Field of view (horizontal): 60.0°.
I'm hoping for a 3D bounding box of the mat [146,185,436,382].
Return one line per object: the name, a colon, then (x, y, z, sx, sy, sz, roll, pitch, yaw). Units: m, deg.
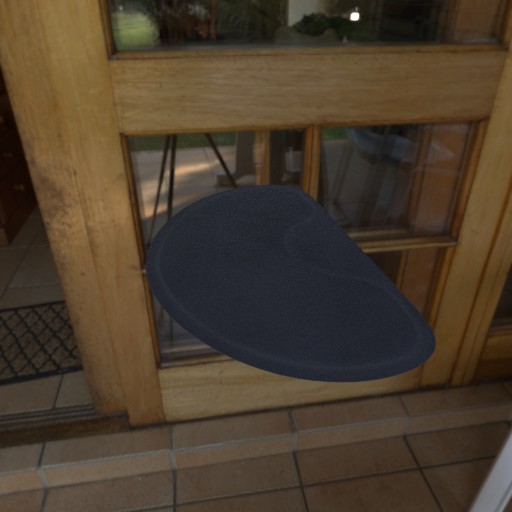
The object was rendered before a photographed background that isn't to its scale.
mat: (0.000, 0.000, 1.875, 0.913, 0.013, 1.524, -8, 32, -13)
